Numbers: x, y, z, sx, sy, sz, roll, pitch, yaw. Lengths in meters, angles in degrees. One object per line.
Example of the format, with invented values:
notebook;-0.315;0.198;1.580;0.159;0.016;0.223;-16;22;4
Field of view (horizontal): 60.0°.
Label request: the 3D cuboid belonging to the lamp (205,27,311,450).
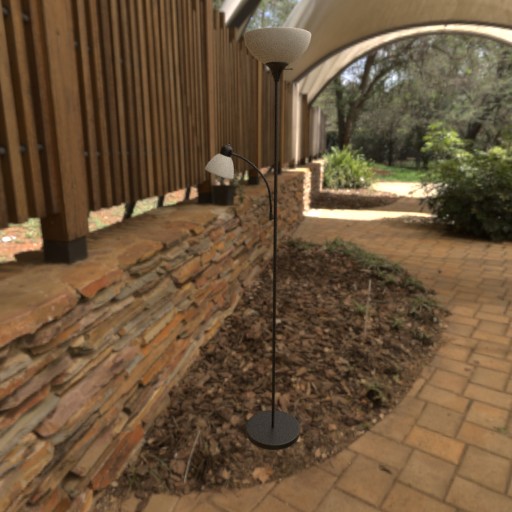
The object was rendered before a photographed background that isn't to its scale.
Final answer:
lamp;0.000;0.000;1.989;0.442;1.804;0.279;2;15;8
